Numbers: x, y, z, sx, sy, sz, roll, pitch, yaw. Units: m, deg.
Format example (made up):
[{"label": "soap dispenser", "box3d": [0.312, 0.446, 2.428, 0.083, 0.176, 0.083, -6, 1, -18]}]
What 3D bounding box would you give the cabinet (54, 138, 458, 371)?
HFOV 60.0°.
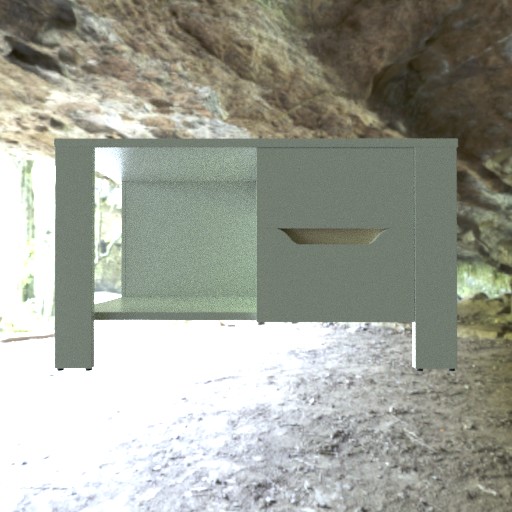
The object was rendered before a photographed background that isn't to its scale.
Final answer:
[{"label": "cabinet", "box3d": [0.000, 0.000, 1.274, 0.800, 0.460, 0.800, 0, 0, 0]}]
